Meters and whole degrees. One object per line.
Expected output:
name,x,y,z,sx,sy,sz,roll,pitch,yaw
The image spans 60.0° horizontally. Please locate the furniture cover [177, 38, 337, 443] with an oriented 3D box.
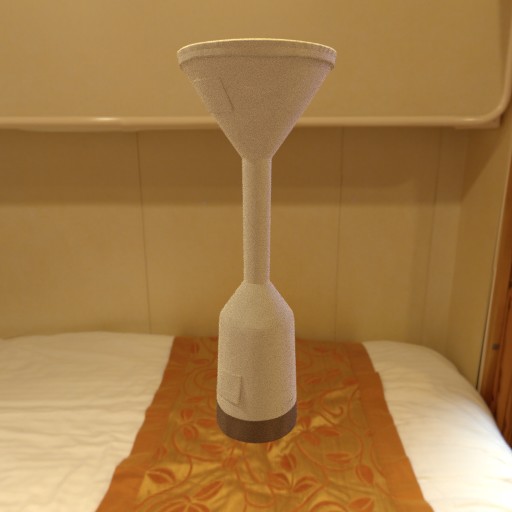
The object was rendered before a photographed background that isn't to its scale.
furniture cover,0.000,0.000,2.874,0.914,2.413,0.914,14,21,43
